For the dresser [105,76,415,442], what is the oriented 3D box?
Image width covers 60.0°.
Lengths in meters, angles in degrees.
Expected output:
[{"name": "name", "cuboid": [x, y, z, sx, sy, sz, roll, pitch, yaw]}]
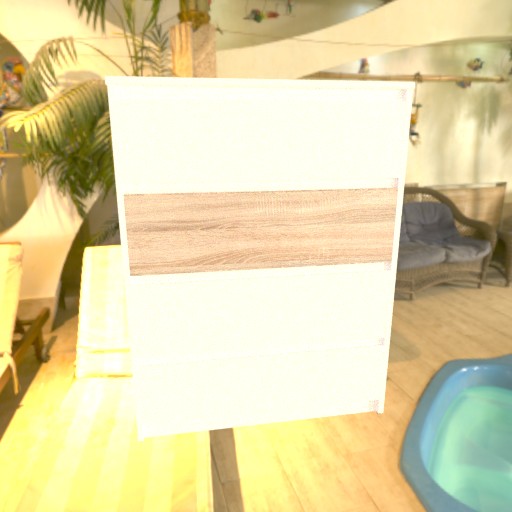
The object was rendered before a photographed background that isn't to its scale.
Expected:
[{"name": "dresser", "cuboid": [0.000, 0.000, 1.445, 0.800, 1.040, 0.380, -3, 16, -10]}]
